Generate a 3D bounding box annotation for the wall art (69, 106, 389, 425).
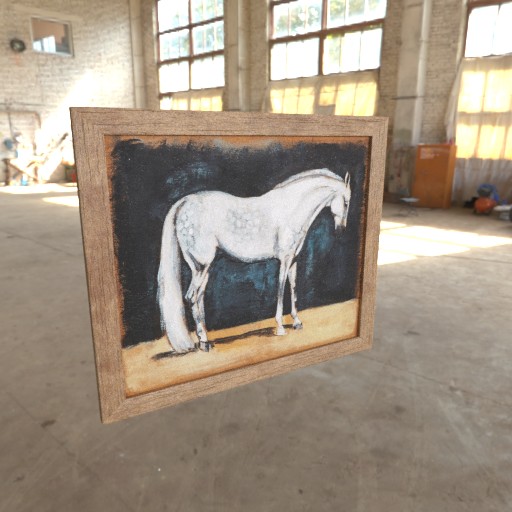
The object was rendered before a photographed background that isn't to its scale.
[{"bbox_3d":[0.000,0.000,0.954,0.690,0.588,0.026,-8,17,-28],"label":"wall art"}]
